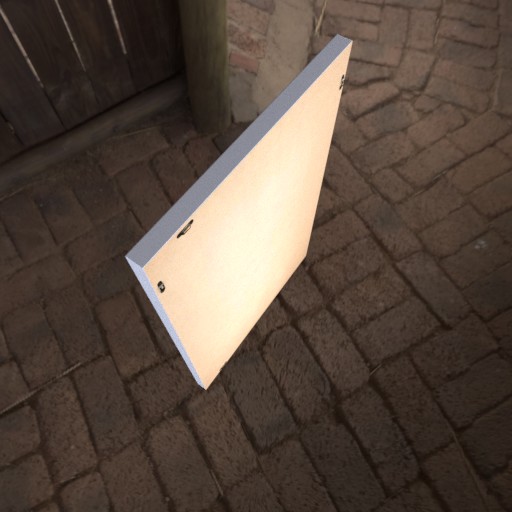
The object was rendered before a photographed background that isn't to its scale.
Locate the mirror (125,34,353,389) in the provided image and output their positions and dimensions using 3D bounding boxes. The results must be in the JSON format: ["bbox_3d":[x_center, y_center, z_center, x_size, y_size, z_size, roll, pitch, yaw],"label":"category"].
[{"bbox_3d":[0.000,0.000,1.166,0.041,0.914,0.609,32,67,15],"label":"mirror"}]
